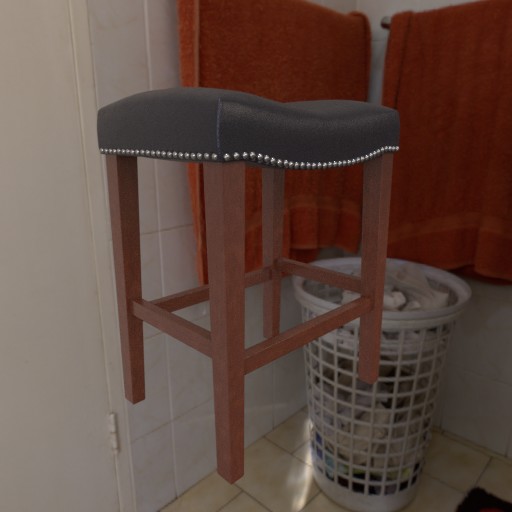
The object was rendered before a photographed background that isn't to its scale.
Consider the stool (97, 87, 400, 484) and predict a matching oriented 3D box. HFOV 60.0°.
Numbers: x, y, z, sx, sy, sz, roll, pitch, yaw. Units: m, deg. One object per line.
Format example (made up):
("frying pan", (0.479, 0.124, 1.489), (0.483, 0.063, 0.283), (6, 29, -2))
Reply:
("stool", (0.000, 0.000, 0.959), (0.504, 0.654, 0.372), (-15, 21, -43))
